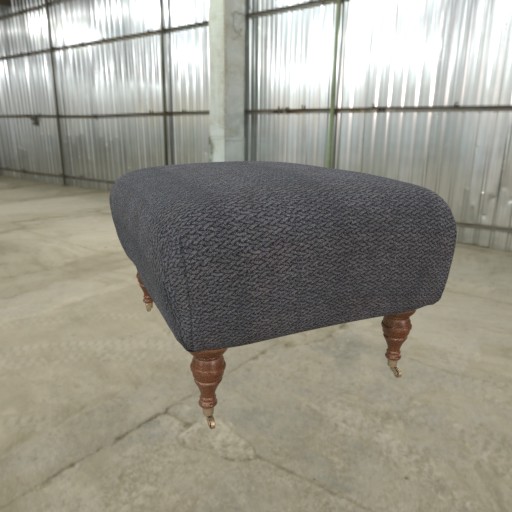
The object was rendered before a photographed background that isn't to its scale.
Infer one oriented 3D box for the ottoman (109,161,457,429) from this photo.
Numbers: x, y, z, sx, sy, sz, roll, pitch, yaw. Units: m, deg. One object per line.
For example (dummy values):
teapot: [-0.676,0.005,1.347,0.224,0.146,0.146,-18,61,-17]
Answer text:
ottoman: [0.000,0.000,1.114,0.622,0.450,0.747,-7,17,-23]
